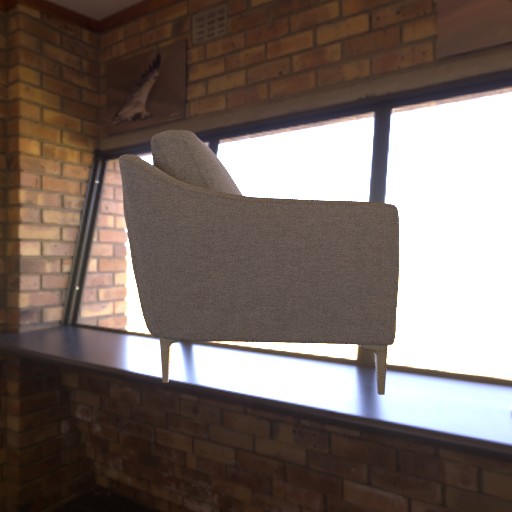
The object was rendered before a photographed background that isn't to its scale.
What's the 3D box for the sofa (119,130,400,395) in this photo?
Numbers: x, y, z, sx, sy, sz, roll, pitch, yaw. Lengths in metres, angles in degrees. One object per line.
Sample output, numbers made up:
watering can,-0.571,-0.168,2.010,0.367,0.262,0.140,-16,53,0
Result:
sofa,0.000,0.000,2.187,0.960,0.904,1.619,0,-1,1
